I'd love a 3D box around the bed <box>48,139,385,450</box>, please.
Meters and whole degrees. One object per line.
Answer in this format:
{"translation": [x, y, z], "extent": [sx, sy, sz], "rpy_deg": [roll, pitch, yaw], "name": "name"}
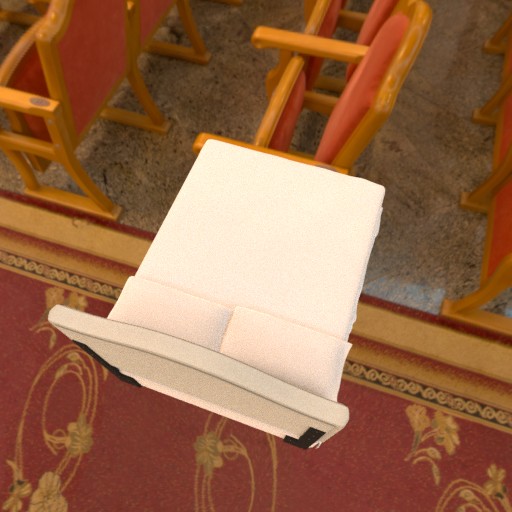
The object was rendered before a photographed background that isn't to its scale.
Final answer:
{"translation": [0.000, 0.000, 3.353], "extent": [1.813, 1.607, 2.180], "rpy_deg": [17, 64, 9], "name": "bed"}
